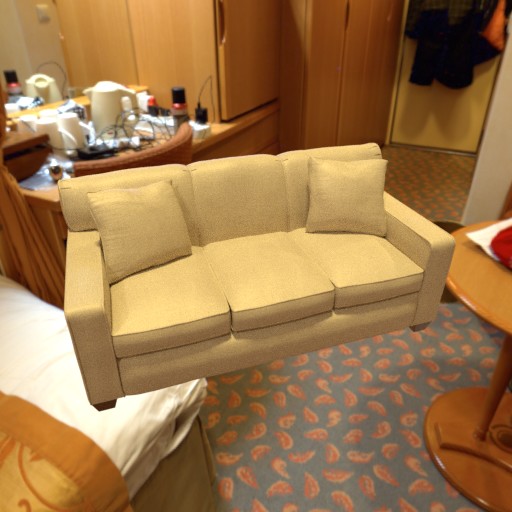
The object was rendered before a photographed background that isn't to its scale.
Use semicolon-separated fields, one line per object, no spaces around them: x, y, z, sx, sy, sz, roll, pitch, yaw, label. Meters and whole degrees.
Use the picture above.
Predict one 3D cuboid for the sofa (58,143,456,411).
0.000;0.000;2.581;2.024;0.958;0.997;-10;32;-16;sofa
